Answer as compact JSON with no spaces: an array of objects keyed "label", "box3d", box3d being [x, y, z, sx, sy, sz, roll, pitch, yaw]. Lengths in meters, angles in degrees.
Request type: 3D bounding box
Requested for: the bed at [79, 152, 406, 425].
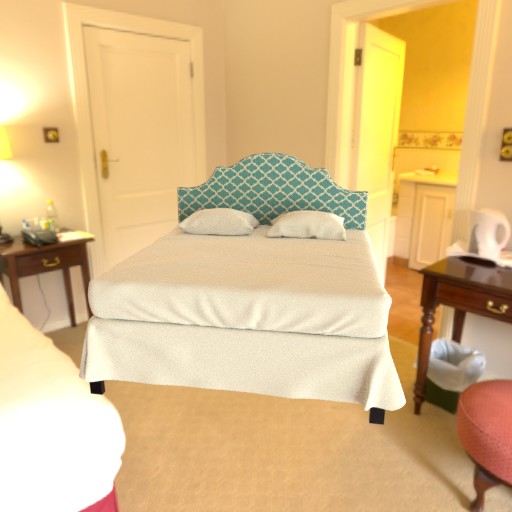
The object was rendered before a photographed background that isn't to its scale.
[{"label":"bed","box3d":[0.000,0.000,3.742,2.314,1.601,2.222,3,16,9]}]
